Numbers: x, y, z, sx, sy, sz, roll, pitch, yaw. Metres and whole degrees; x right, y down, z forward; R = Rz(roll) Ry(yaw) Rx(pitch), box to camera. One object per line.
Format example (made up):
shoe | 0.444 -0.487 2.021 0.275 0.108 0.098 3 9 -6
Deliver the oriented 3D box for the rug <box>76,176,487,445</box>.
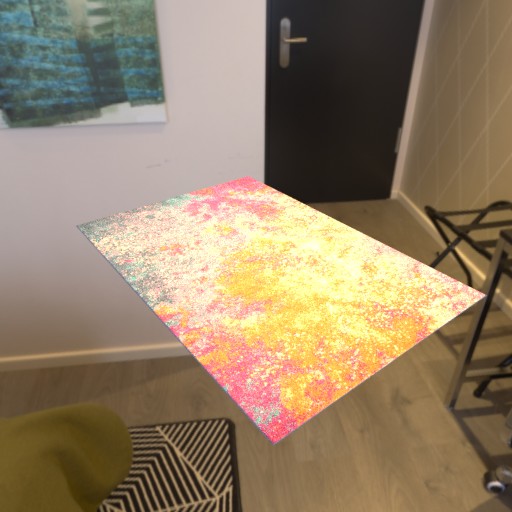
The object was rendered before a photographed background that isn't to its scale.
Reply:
rug | 0.000 0.000 3.668 2.007 0.013 2.896 -22 38 -31
